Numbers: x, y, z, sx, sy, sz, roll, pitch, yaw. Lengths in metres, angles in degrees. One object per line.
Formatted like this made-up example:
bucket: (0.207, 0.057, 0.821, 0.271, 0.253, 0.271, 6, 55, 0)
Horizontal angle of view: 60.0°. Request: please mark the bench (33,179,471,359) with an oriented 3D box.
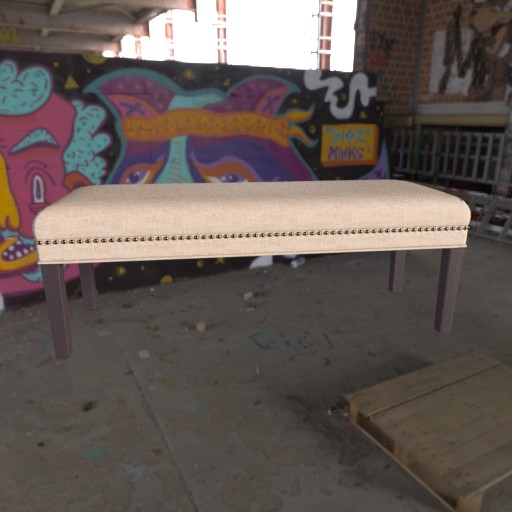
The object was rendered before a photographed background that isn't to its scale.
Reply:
bench: (0.000, 0.000, 1.453, 1.219, 0.457, 0.410, -2, 17, -8)
